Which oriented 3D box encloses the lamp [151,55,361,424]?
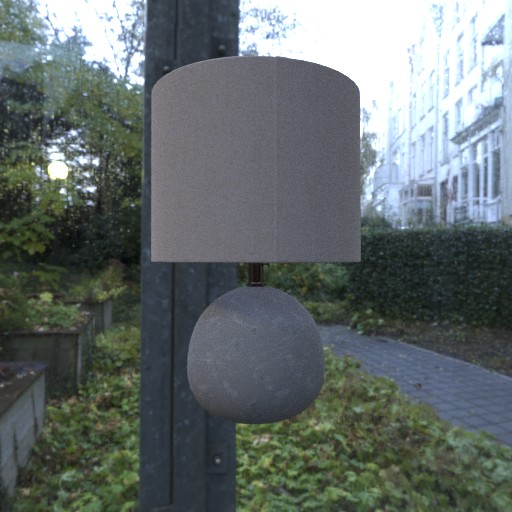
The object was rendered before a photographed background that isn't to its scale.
[{"bbox_3d":[0.000,0.000,0.585,0.269,0.409,0.269,0,0,0],"label":"lamp"}]
